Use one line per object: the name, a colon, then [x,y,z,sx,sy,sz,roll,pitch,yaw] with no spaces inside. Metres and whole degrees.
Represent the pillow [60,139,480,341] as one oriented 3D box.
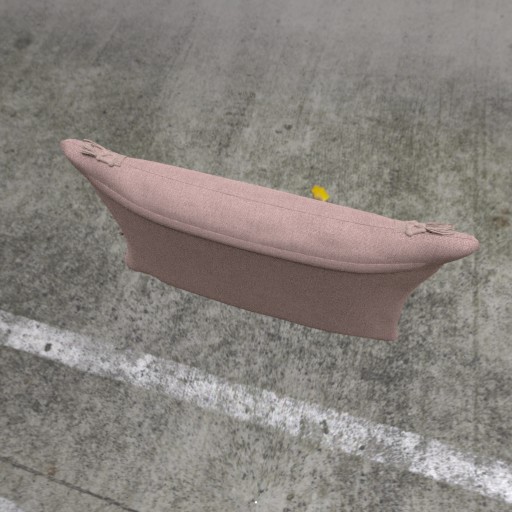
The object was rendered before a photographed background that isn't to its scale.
pillow: [0.000,0.000,0.598,0.466,0.305,0.084,15,62,8]
